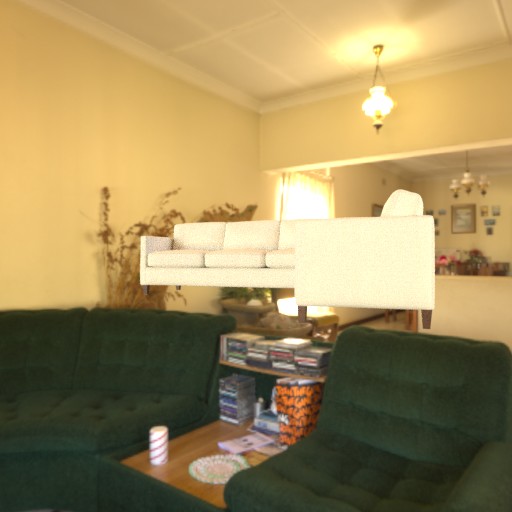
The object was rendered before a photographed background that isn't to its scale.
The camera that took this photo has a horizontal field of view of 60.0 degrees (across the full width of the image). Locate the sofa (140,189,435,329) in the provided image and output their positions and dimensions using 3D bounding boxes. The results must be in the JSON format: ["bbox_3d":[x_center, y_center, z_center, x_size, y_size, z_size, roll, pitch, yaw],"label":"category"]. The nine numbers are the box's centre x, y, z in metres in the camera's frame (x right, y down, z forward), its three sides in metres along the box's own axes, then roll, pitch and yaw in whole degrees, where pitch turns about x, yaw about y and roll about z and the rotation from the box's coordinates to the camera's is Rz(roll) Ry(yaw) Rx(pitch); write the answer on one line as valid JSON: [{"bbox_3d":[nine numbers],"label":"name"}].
[{"bbox_3d":[0.000,0.000,4.554,3.302,0.947,2.593,0,0,19],"label":"sofa"}]
